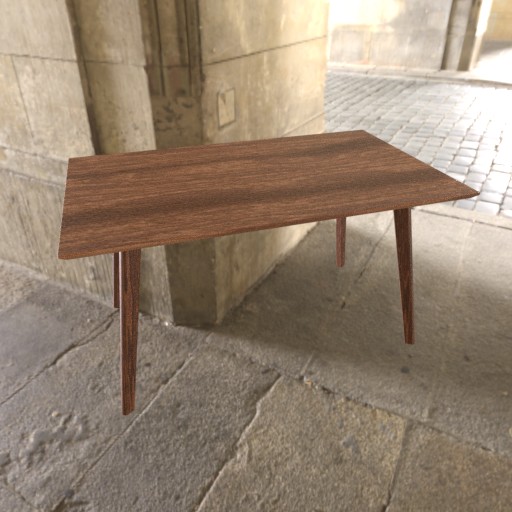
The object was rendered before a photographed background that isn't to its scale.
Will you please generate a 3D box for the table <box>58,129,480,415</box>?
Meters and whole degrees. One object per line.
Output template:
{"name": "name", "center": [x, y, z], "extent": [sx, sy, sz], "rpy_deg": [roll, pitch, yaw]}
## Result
{"name": "table", "center": [0.000, 0.000, 1.849], "extent": [1.349, 0.724, 0.801], "rpy_deg": [-10, 33, -15]}
